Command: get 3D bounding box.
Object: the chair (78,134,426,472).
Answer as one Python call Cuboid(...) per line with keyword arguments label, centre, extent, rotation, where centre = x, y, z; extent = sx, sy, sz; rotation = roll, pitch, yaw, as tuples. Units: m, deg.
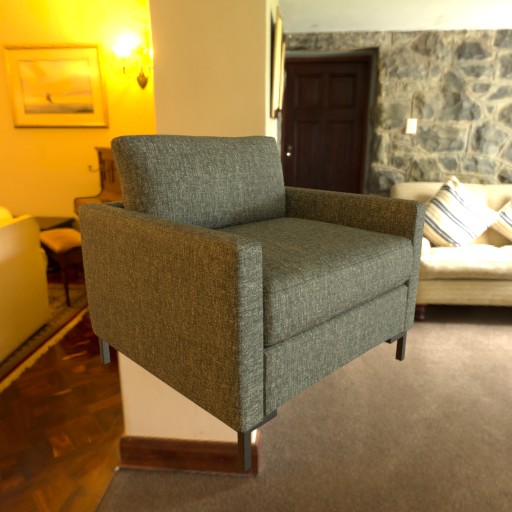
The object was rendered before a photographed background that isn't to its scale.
Cuboid(label="chair", centre=(0.000, 0.000, 1.629), extent=(0.963, 0.861, 0.866), rotation=(-15, 21, -43))
